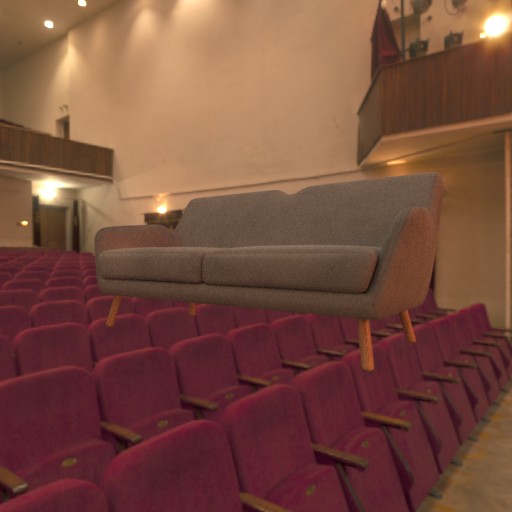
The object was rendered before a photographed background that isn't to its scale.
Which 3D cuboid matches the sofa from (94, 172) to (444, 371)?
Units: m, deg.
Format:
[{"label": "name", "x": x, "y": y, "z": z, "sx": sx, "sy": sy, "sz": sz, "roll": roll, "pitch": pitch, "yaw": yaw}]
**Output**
[{"label": "sofa", "x": 0.000, "y": 0.000, "z": 2.340, "sx": 1.870, "sy": 0.810, "sz": 0.850, "roll": 0, "pitch": 0, "yaw": 38}]
